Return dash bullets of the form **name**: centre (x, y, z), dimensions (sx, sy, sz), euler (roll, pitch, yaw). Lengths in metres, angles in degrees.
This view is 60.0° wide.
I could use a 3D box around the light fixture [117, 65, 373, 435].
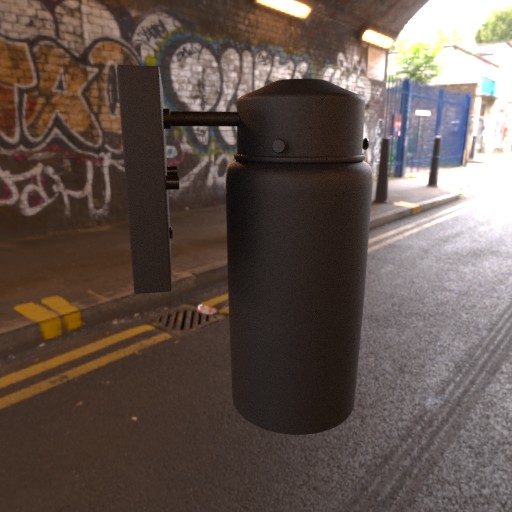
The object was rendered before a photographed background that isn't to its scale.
- **light fixture**: centre (0.000, 0.000, 0.347), dimensions (0.176, 0.257, 0.130), euler (-3, 16, -10)
